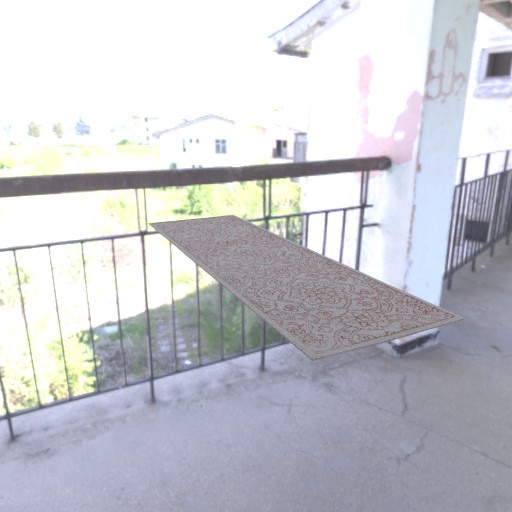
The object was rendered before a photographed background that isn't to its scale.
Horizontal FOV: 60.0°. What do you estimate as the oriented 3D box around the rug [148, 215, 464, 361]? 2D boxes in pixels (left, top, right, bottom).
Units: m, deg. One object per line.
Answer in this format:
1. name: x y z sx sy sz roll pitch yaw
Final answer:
1. rug: 0.000 0.000 2.755 0.769 0.012 2.448 -8 19 -25
